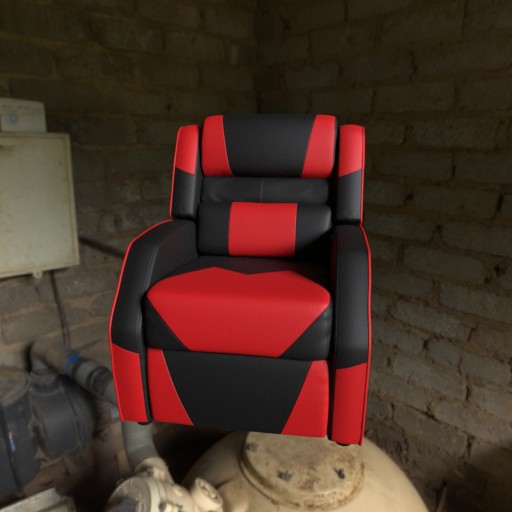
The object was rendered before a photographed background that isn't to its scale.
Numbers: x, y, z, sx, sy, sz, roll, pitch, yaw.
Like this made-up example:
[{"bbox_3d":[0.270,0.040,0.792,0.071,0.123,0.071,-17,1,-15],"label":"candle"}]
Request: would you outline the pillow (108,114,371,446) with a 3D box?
[{"bbox_3d":[0.000,0.000,1.285,0.620,0.805,0.672,2,16,9],"label":"pillow"}]
